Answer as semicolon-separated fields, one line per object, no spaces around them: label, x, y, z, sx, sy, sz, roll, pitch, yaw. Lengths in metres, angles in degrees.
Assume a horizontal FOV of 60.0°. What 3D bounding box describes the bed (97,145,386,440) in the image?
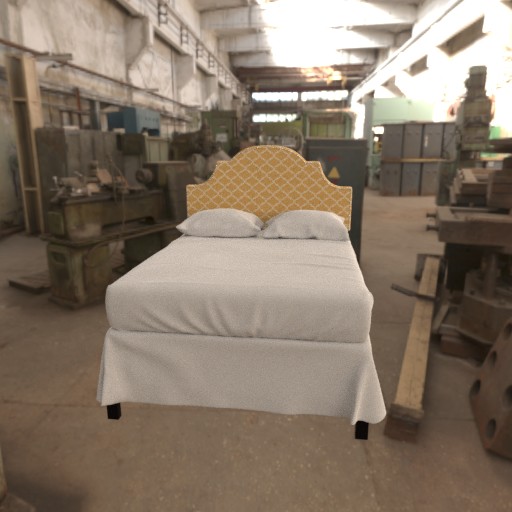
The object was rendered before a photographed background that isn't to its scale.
bed;0.000;0.000;3.399;1.780;1.633;2.222;2;15;7
